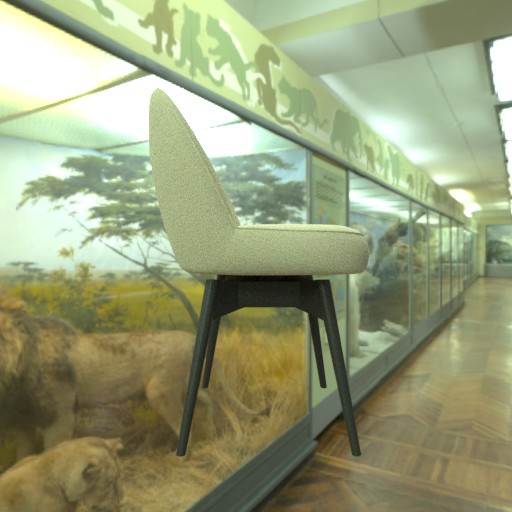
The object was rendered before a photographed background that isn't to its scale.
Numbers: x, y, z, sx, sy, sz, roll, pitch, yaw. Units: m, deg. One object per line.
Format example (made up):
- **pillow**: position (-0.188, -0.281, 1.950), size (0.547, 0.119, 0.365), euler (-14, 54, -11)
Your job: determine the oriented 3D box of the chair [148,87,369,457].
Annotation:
- **chair**: position (0.000, 0.000, 1.165), size (0.540, 0.838, 0.532), euler (0, 1, 0)
